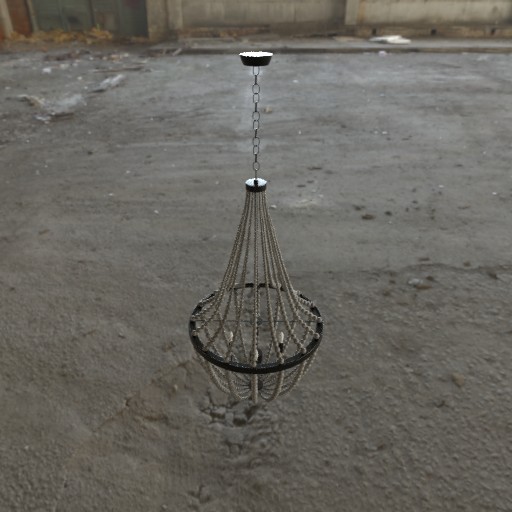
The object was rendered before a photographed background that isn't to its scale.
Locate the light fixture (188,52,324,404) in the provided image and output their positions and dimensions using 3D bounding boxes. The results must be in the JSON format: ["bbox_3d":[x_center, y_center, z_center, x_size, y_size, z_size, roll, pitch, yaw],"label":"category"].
[{"bbox_3d":[0.000,0.000,1.359,0.450,1.133,0.450,0,31,0],"label":"light fixture"}]
